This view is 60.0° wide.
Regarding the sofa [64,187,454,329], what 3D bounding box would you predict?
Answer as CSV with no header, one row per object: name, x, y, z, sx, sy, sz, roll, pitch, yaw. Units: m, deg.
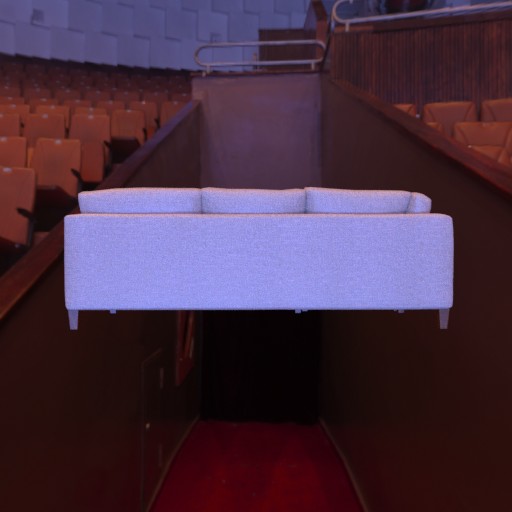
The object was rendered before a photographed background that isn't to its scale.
sofa,0.000,0.000,4.600,2.594,0.961,3.460,0,0,-1
